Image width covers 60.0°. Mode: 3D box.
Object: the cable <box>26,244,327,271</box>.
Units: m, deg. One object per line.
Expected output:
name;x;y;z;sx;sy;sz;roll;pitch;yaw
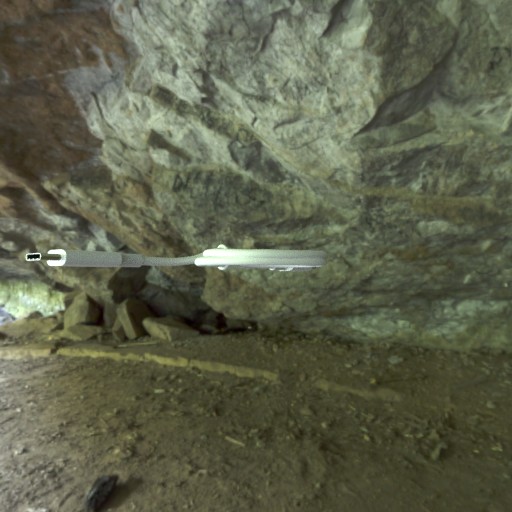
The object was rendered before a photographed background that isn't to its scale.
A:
cable;0.000;0.000;0.230;0.070;0.014;0.203;-2;-3;37
